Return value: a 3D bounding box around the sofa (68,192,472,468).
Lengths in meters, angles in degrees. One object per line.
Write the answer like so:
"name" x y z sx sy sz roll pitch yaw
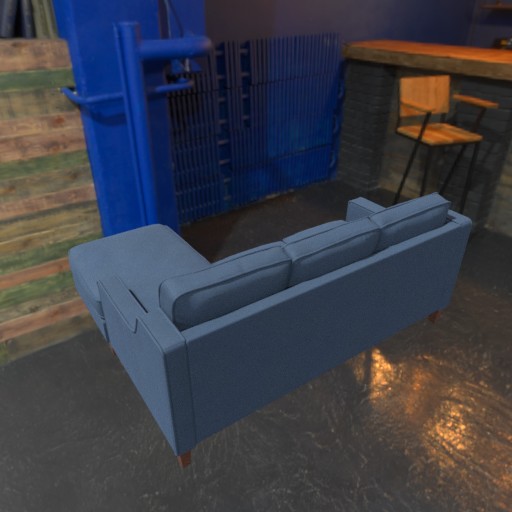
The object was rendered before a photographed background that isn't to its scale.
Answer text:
"sofa" 0.000 0.000 3.285 2.317 1.066 1.858 -19 36 -29
